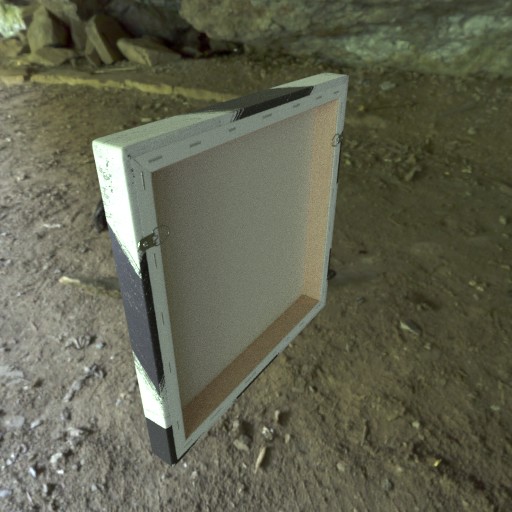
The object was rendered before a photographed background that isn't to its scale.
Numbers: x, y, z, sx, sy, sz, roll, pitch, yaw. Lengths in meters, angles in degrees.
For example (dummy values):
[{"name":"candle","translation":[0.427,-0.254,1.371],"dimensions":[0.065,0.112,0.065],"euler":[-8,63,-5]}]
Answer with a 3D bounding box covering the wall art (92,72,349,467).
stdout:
[{"name":"wall art","translation":[0.000,0.000,0.742],"dimensions":[0.050,0.508,0.507],"euler":[20,37,30]}]
